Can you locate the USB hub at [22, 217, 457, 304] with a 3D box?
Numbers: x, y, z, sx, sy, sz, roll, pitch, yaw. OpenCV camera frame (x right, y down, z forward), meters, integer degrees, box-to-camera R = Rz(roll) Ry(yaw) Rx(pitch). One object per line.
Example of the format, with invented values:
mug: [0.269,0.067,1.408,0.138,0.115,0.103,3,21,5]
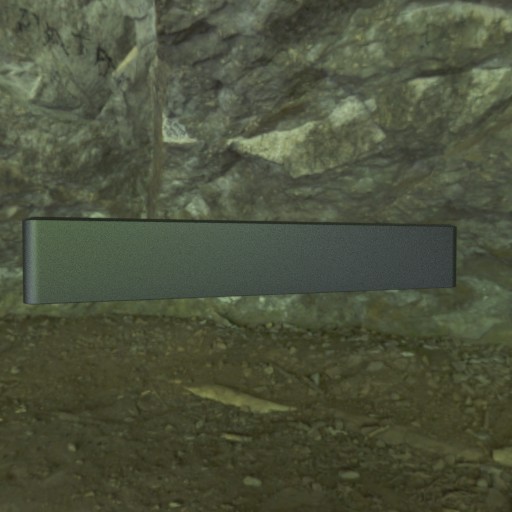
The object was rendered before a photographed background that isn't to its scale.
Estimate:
USB hub: [0.000,0.000,0.159,0.145,0.023,0.044,-1,2,-19]
